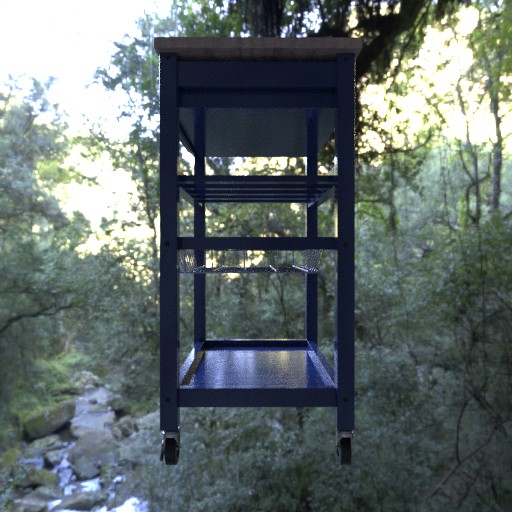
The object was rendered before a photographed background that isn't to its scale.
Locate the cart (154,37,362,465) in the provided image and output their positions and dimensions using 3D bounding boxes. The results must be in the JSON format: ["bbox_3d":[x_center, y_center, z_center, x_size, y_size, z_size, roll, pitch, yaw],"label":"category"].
[{"bbox_3d":[0.000,0.000,1.139,0.403,0.839,0.584,0,0,0],"label":"cart"}]
